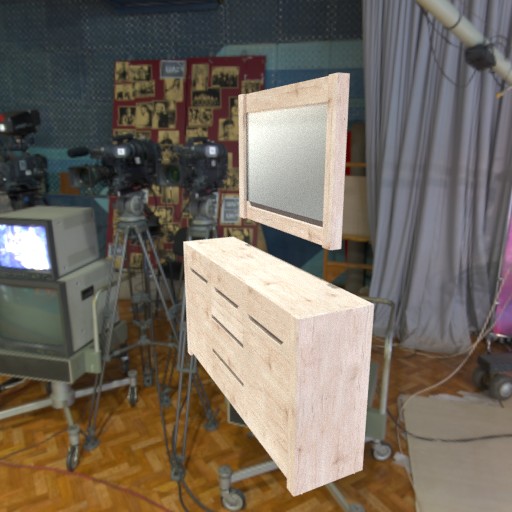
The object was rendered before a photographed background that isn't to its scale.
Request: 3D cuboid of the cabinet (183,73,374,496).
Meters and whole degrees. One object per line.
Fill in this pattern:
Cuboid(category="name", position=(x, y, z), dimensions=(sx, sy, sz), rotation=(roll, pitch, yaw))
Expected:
Cuboid(category="cabinet", position=(0.000, 0.000, 2.731), dimensions=(0.420, 1.981, 1.700), rotation=(-7, 16, -25))
